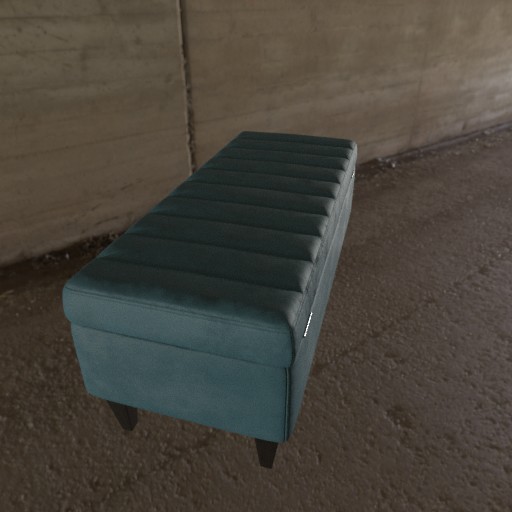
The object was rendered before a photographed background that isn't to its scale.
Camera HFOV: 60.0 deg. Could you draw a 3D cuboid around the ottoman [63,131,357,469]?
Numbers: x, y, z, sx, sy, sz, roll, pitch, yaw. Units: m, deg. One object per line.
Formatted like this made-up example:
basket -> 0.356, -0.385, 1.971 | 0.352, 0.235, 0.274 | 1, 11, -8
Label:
ottoman -> 0.000, 0.000, 1.373 | 0.482, 0.469, 1.151 | 9, 32, 14
